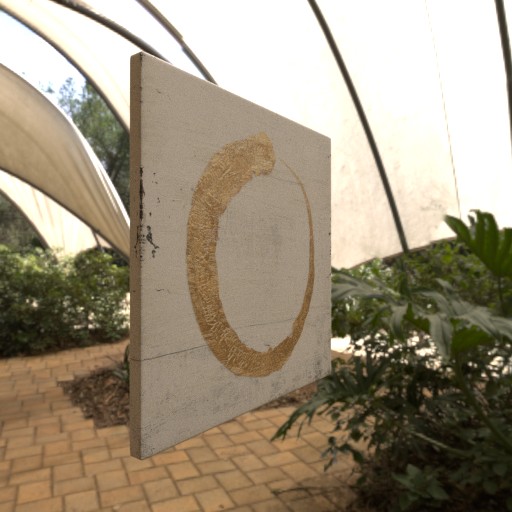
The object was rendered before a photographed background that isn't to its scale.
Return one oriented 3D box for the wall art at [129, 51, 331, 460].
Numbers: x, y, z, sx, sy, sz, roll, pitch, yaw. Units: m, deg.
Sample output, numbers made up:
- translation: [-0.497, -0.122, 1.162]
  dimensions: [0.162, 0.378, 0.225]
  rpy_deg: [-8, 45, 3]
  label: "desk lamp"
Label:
- translation: [0.000, 0.000, 1.134]
  dimensions: [0.038, 0.762, 0.762]
  rpy_deg: [0, 0, 37]
  label: "wall art"
